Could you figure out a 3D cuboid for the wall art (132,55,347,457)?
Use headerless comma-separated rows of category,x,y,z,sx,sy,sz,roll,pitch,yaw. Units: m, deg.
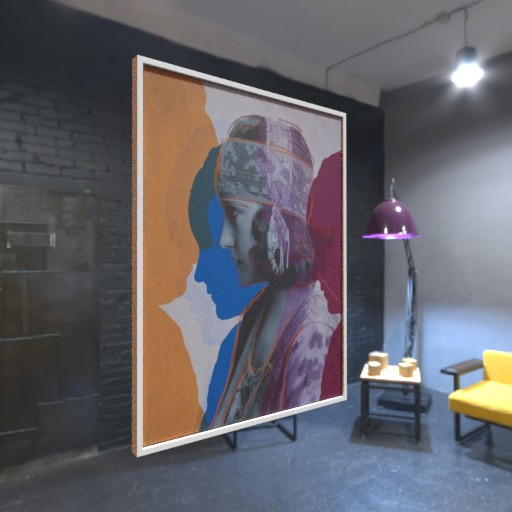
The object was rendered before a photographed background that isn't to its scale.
wall art,0.000,0.000,1.405,0.795,1.050,0.039,0,0,-36
